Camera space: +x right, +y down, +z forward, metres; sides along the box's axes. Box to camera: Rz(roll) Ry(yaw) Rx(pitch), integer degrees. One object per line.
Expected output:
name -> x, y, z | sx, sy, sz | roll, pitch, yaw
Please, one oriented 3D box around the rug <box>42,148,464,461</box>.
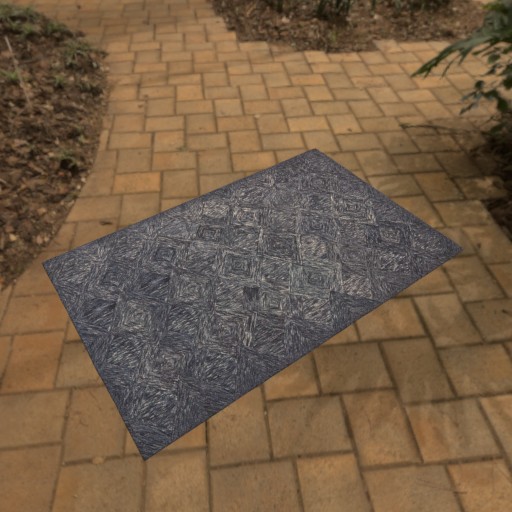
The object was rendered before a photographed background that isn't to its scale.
rug -> 0.000, 0.000, 2.183 | 1.754, 0.010, 1.139 | -27, 52, -24
